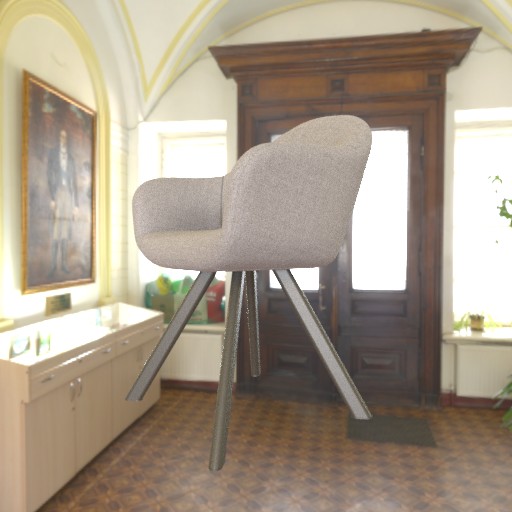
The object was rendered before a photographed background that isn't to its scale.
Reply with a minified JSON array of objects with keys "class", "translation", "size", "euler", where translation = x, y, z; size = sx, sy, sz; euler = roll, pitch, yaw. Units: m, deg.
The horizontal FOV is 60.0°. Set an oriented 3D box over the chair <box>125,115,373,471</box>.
[{"class":"chair","translation":[0.000,0.000,1.181],"size":[0.550,0.795,0.590],"euler":[-1,1,-35]}]
